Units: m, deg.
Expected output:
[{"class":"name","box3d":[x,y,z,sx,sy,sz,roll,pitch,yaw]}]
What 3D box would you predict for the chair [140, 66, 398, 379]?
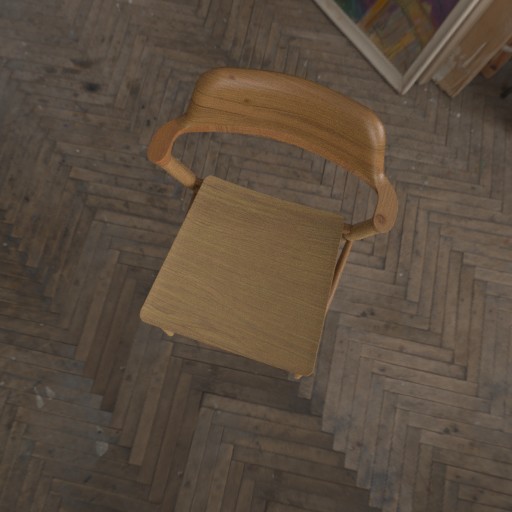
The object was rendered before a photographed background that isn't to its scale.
[{"class":"chair","box3d":[0.000,0.000,1.123,0.512,0.792,0.499,18,76,5]}]
